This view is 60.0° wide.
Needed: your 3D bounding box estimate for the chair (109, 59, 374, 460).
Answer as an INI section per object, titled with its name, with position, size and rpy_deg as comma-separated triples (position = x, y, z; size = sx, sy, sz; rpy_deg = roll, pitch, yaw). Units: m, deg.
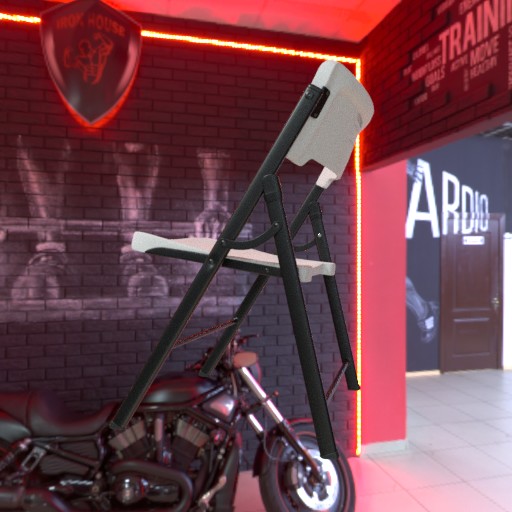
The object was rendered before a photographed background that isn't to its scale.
[chair]
position = 0.000, 0.000, 1.123
size = 0.577, 0.765, 0.482
rpy_deg = 0, 0, 18
